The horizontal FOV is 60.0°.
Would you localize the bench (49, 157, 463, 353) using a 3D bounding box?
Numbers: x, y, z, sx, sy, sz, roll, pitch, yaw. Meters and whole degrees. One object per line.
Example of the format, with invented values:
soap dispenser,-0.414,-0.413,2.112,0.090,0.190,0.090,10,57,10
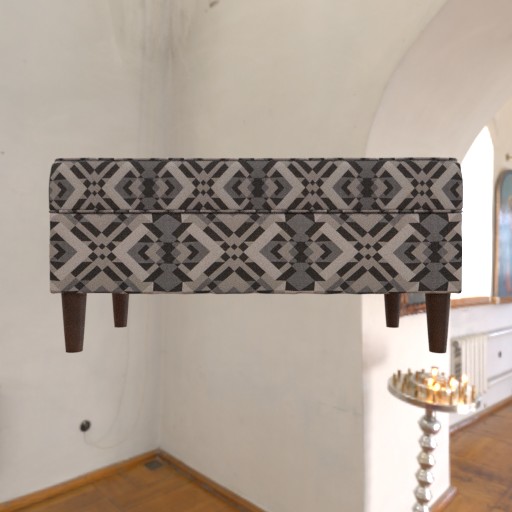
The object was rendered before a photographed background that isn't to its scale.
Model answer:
bench,0.000,0.000,1.299,1.016,0.477,0.492,0,0,0
